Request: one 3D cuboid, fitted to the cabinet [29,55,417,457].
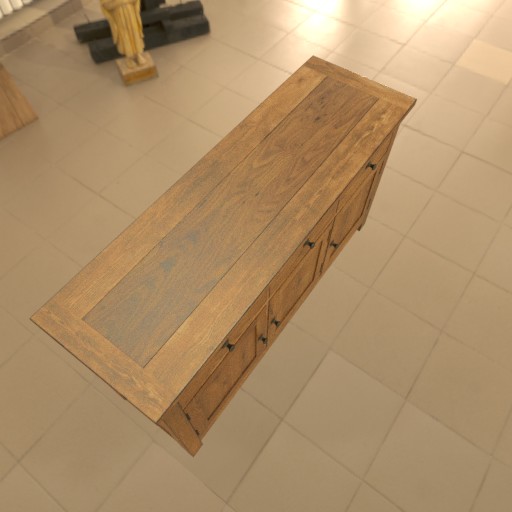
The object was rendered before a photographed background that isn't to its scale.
[{"bbox_3d":[0.000,0.000,1.809,0.480,0.813,1.474,32,63,18],"label":"cabinet"}]
